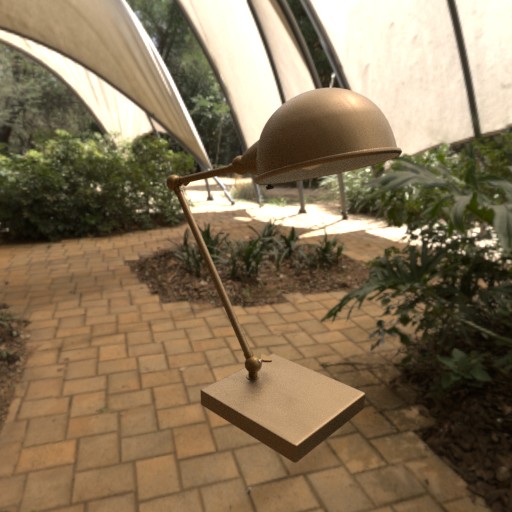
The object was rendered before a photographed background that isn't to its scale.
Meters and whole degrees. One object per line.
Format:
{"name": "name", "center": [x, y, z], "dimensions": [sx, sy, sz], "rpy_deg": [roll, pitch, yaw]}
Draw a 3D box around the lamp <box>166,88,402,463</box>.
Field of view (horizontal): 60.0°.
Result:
{"name": "lamp", "center": [0.000, 0.000, 0.542], "dimensions": [0.339, 0.371, 0.149], "rpy_deg": [14, 20, 42]}
